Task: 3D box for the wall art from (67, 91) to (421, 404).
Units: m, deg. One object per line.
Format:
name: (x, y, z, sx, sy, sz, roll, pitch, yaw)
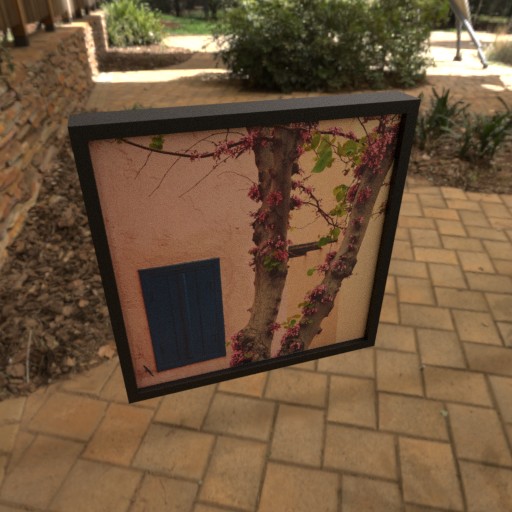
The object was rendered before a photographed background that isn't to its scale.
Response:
wall art: (0.000, 0.000, 0.462, 0.305, 0.304, 0.038, -9, 33, -15)
